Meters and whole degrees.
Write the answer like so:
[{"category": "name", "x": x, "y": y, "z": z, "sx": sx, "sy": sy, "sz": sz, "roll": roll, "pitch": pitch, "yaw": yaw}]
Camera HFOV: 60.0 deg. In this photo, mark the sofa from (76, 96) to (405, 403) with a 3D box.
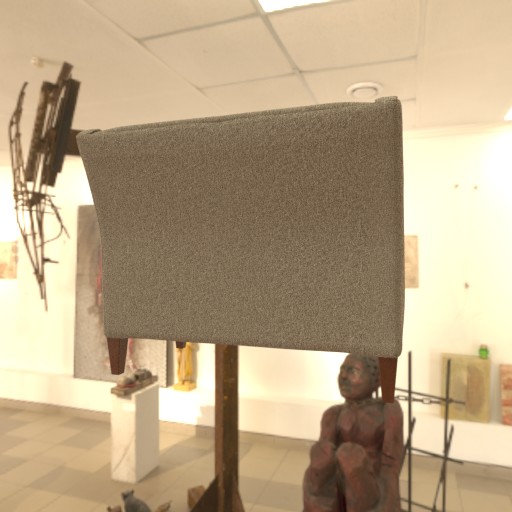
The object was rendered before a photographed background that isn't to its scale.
[{"category": "sofa", "x": 0.000, "y": 0.000, "z": 1.947, "sx": 1.242, "sy": 1.026, "sz": 0.862, "roll": 0, "pitch": 0, "yaw": 19}]
